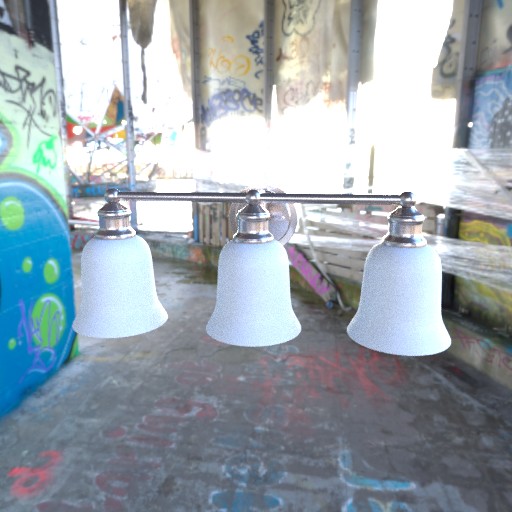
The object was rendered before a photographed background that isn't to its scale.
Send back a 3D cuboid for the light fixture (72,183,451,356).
[{"bbox_3d":[0.000,0.000,0.680,0.570,0.211,0.198,2,13,8],"label":"light fixture"}]
